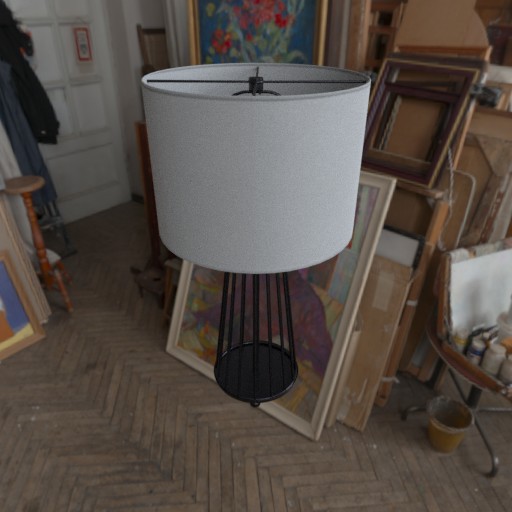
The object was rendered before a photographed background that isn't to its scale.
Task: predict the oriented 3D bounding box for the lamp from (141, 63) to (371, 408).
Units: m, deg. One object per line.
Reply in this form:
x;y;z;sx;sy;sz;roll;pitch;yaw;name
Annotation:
0.000;0.000;0.781;0.322;0.593;0.322;1;30;1;lamp
